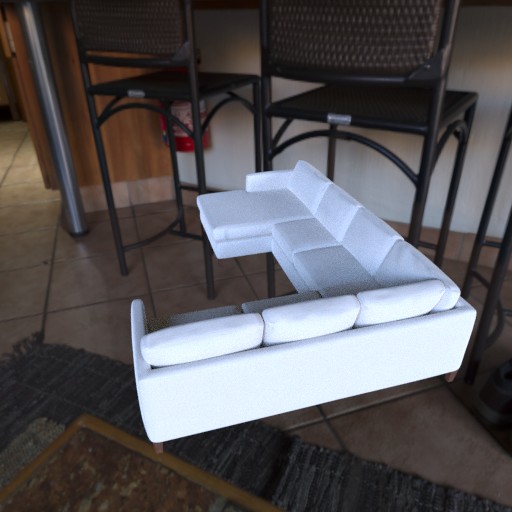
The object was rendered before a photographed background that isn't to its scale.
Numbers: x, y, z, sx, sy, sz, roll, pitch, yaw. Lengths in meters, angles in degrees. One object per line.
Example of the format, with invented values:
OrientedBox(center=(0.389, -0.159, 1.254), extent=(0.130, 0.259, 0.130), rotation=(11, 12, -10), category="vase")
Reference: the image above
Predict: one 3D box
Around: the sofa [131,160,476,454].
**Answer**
OrientedBox(center=(0.000, 0.000, 4.614), extent=(2.593, 0.956, 3.459), rotation=(-8, 31, -14), category="sofa")
